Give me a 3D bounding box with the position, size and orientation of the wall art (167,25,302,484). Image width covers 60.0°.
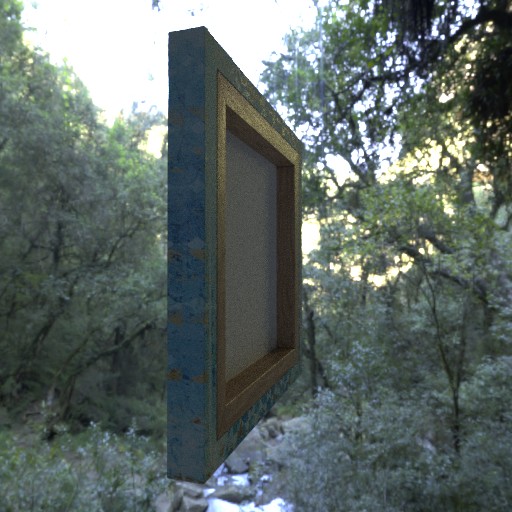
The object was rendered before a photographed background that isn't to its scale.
[{"bbox_3d":[0.000,0.000,0.588,0.037,0.405,0.405,0,-1,18],"label":"wall art"}]
